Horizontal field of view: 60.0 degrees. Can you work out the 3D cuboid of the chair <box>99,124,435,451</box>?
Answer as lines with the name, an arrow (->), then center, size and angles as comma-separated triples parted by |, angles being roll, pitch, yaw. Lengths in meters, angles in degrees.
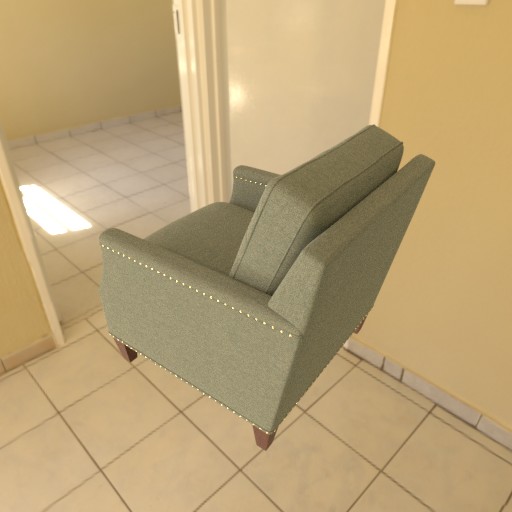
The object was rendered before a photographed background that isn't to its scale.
chair -> 0.000, 0.000, 1.807 | 1.031, 1.031, 0.885 | 21, 38, 30
